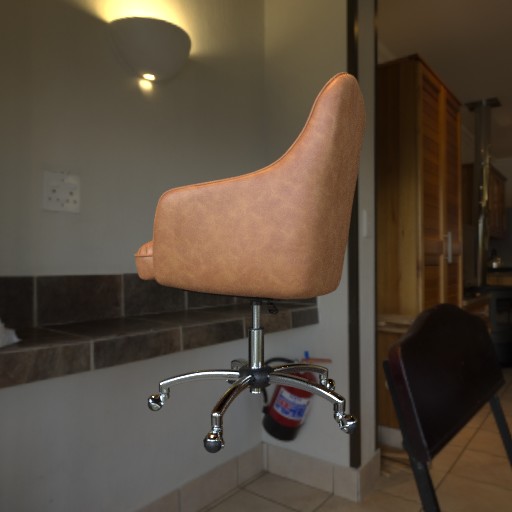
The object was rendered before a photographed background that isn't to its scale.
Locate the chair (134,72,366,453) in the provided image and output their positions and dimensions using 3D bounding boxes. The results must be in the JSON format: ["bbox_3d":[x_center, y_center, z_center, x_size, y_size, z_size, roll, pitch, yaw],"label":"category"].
[{"bbox_3d":[0.000,0.000,1.296,0.615,0.909,0.628,0,-1,19],"label":"chair"}]
